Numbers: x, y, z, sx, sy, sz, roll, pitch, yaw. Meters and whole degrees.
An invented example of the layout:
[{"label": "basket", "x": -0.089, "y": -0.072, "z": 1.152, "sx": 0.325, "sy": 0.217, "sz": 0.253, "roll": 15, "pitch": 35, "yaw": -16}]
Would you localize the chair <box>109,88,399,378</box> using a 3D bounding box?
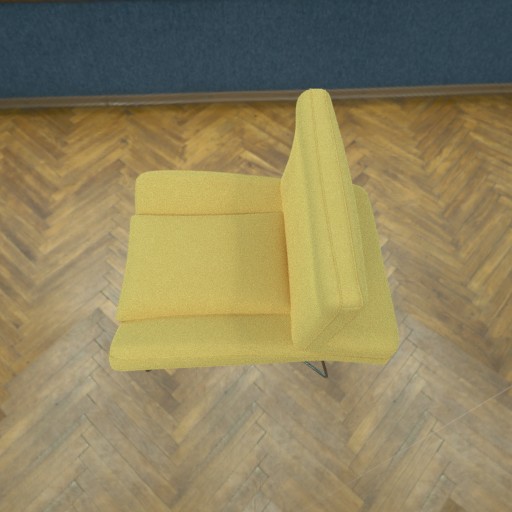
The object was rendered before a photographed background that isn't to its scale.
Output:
[{"label": "chair", "x": 0.000, "y": 0.000, "z": 1.664, "sx": 1.008, "sy": 0.855, "sz": 0.859, "roll": -1, "pitch": 57, "yaw": -1}]
